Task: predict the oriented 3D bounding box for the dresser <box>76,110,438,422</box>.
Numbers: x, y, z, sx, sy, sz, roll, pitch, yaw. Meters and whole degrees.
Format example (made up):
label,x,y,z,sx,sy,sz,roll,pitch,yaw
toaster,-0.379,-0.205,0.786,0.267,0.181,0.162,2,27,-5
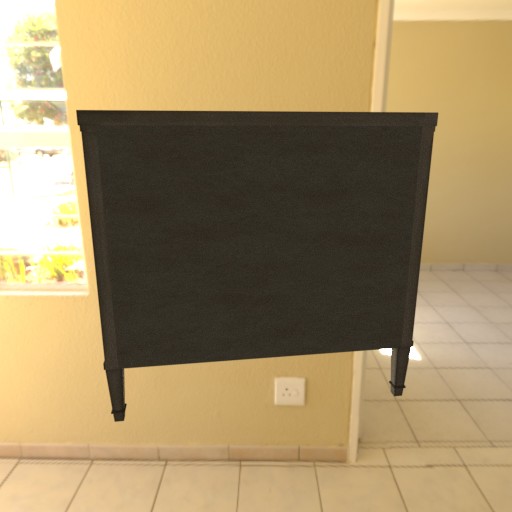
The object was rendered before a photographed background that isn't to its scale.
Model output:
label,x,y,z,sx,sy,sz,roll,pitch,yaw
dresser,0.000,0.000,1.619,1.049,0.986,0.463,-2,16,-8
